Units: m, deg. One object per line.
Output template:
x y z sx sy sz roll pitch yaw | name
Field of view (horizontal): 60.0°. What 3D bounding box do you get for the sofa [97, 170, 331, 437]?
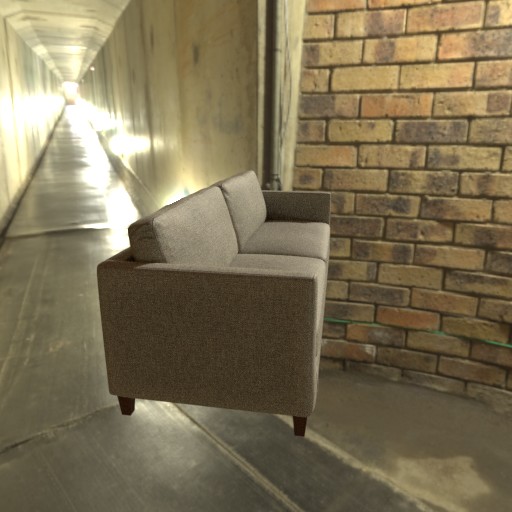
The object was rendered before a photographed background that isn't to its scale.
0.000 0.000 2.961 0.948 0.951 2.434 3 16 10 | sofa
